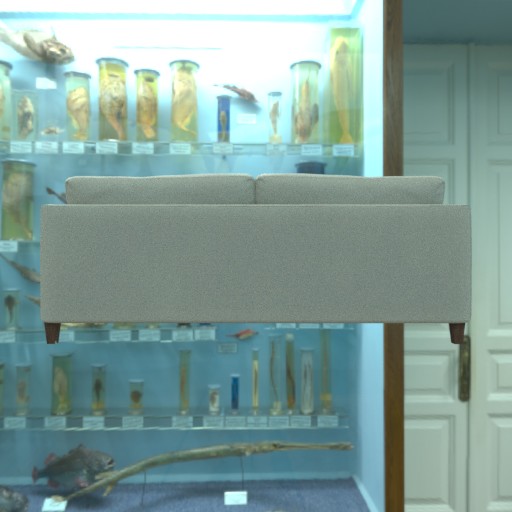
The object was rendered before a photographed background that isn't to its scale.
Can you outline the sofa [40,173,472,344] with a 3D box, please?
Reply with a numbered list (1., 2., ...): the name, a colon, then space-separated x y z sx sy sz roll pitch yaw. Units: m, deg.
1. sofa: 0.000 0.000 2.855 2.361 0.968 0.951 0 0 0
